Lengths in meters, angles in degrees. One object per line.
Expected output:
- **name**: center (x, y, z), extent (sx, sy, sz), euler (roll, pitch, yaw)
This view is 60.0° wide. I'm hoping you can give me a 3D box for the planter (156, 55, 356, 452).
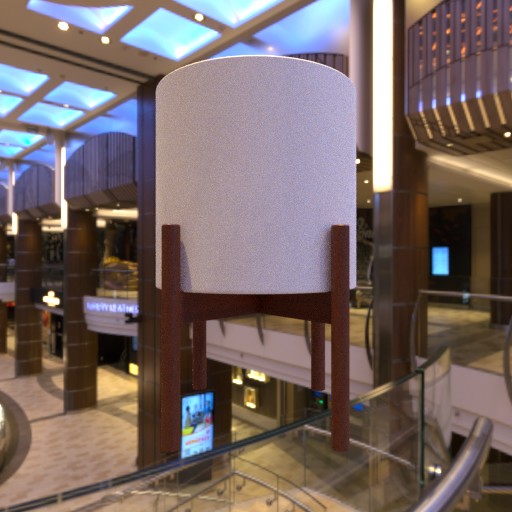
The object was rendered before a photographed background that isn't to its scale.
- **planter**: center (0.000, 0.000, 0.946), extent (0.417, 0.670, 0.417), euler (0, 0, 1)
